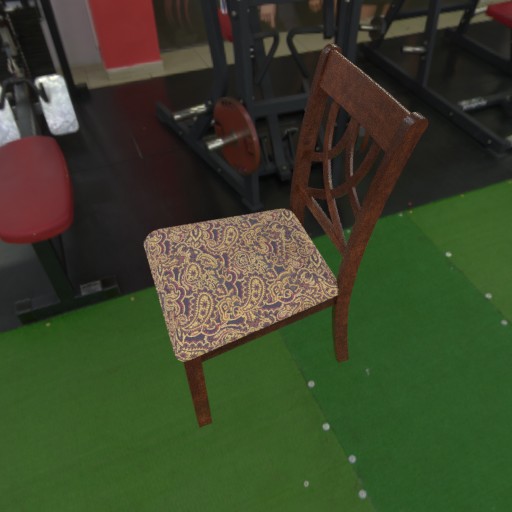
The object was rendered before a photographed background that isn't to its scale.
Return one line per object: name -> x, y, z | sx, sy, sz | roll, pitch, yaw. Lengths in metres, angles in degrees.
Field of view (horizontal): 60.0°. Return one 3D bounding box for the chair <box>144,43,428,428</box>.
chair -> 0.000, 0.000, 1.271 | 0.584, 0.965, 0.457 | -15, 49, -14
